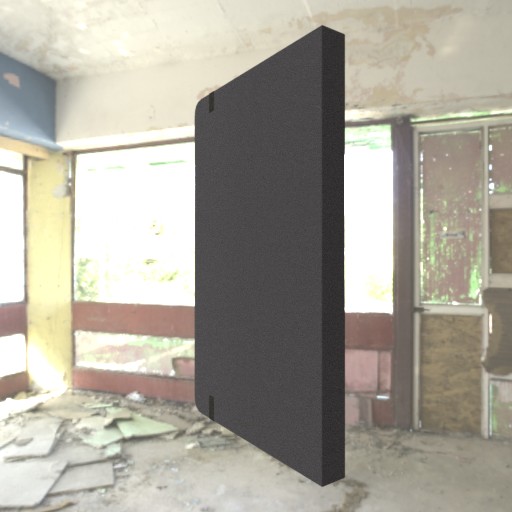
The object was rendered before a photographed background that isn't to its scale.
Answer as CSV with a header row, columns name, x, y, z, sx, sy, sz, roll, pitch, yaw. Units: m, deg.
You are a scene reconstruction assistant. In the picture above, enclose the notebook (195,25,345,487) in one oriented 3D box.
name,x,y,z,sx,sy,sz,roll,pitch,yaw
notebook,0.000,0.000,0.259,0.016,0.213,0.127,0,0,-35
